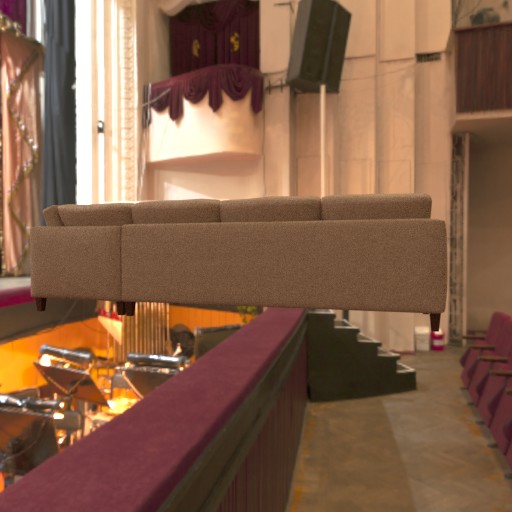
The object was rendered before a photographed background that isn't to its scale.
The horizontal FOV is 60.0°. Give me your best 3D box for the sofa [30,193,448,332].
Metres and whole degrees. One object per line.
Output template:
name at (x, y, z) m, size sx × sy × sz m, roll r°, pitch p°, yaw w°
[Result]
sofa at (0.000, 0.000, 4.472) m, size 3.333 × 0.934 × 2.522 m, roll 0°, pitch 1°, yaw 17°
